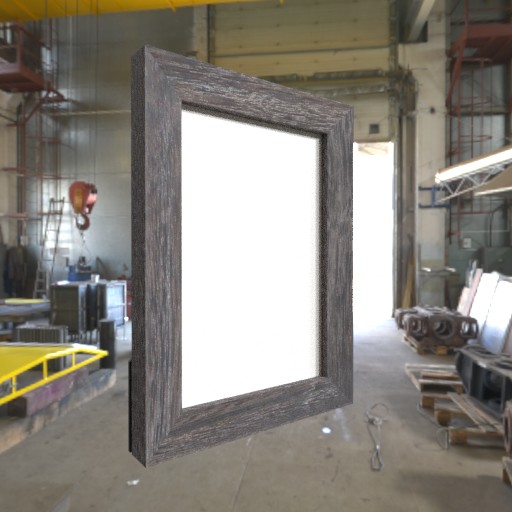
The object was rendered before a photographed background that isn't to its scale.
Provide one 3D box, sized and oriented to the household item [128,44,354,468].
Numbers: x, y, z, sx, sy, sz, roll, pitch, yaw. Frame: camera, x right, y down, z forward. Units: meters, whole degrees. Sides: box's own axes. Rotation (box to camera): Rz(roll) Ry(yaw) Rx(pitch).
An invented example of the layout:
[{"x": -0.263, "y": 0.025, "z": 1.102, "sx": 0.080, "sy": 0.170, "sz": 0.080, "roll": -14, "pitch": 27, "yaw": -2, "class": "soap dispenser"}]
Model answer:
[{"x": 0.000, "y": 0.000, "z": 0.236, "sx": 0.133, "sy": 0.180, "sz": 0.020, "roll": 0, "pitch": 1, "yaw": -37, "class": "household item"}]
